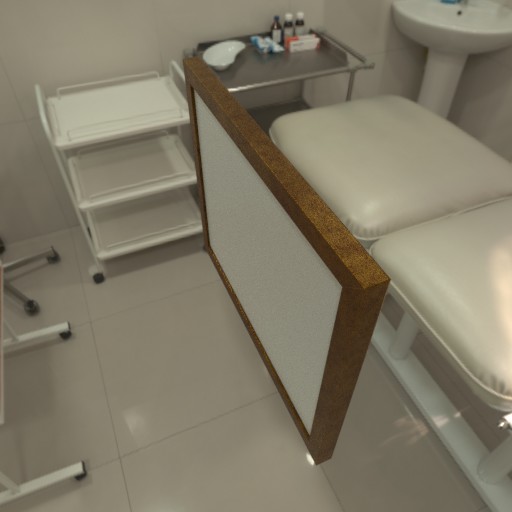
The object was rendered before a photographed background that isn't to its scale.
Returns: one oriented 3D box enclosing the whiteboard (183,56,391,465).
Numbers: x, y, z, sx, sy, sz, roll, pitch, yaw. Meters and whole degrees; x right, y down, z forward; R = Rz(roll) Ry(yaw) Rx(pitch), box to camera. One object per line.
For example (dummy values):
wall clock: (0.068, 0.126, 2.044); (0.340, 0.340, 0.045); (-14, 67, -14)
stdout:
whiteboard: (0.000, 0.000, 0.753); (0.029, 0.457, 0.561); (-18, 49, -16)
